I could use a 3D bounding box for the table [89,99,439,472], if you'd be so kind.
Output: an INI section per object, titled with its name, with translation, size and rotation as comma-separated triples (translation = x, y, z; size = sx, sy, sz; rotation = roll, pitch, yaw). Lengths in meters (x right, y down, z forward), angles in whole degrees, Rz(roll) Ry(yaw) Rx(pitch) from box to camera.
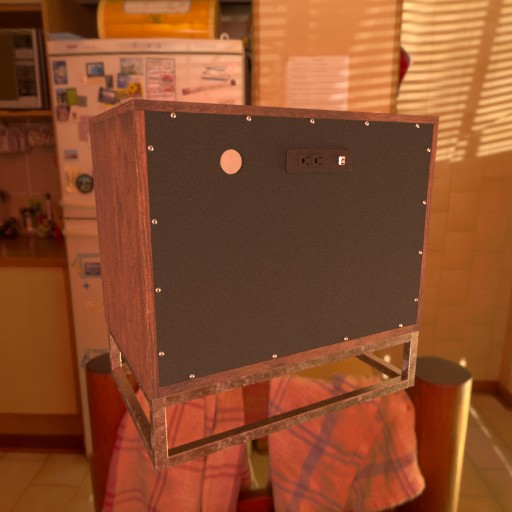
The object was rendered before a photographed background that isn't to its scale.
[table]
translation = 0.000, 0.000, 1.248
size = 0.767, 0.746, 0.542
rotation = -7, 15, -28
